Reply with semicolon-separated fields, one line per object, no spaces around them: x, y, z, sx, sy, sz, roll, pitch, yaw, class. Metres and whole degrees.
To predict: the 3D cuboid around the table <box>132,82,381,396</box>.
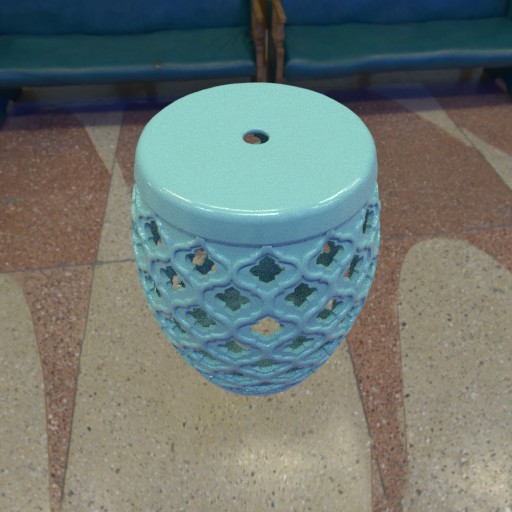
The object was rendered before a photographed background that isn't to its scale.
0.000;0.000;0.627;0.325;0.388;0.325;0;48;0;table
